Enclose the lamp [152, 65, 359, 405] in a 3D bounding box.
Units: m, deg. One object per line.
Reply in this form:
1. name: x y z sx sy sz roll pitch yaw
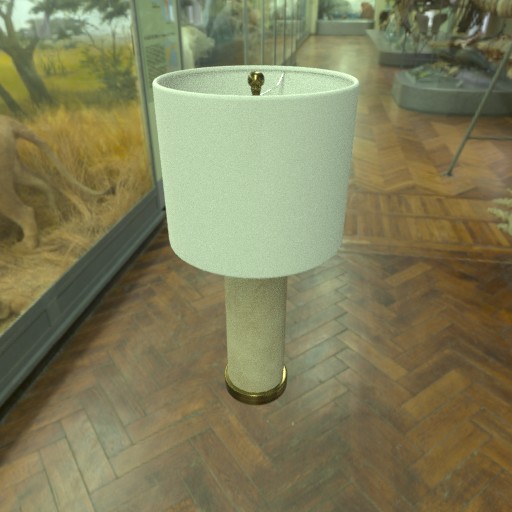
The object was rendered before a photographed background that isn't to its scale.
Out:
1. lamp: 0.000 0.000 0.816 0.305 0.634 0.305 -11 31 -18
